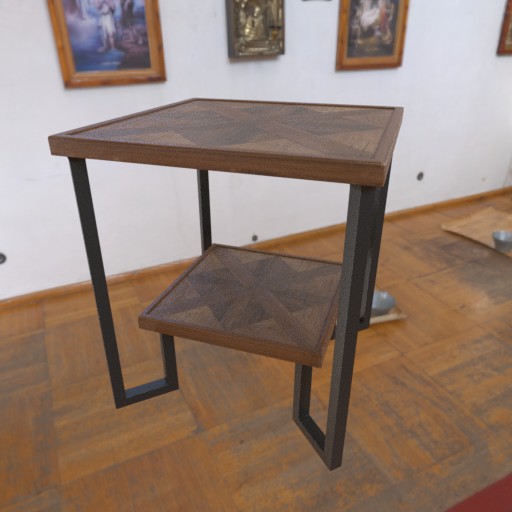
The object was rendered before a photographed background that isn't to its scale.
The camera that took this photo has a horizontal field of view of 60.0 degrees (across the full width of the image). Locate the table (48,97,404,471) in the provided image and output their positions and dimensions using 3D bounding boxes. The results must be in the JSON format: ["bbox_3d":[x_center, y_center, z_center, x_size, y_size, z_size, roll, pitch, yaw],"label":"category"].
[{"bbox_3d":[0.000,0.000,0.941,0.503,0.563,0.503,9,28,17],"label":"table"}]
